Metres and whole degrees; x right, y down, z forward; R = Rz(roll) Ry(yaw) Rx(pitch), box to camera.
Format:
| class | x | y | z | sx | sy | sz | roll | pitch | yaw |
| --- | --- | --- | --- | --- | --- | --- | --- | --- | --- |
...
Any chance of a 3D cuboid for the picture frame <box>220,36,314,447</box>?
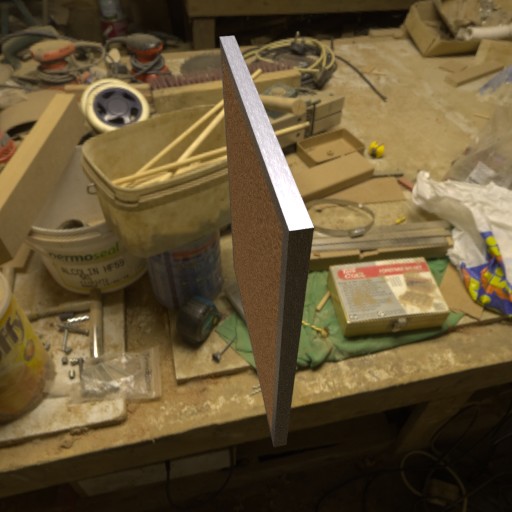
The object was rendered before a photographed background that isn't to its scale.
| class | x | y | z | sx | sy | sz | roll | pitch | yaw |
| --- | --- | --- | --- | --- | --- | --- | --- | --- | --- |
| picture frame | 0.000 | 0.000 | 0.767 | 0.029 | 0.559 | 0.454 | -8 | 48 | -8 |
